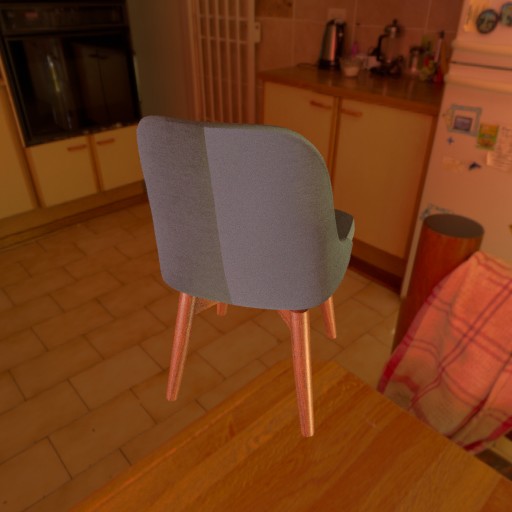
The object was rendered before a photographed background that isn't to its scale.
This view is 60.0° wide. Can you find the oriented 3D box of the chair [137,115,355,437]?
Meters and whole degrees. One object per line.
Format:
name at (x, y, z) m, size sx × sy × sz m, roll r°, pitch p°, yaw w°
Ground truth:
chair at (0.000, 0.000, 1.229) m, size 0.503 × 0.882 × 0.589 m, roll 9°, pitch 33°, yaw 15°
